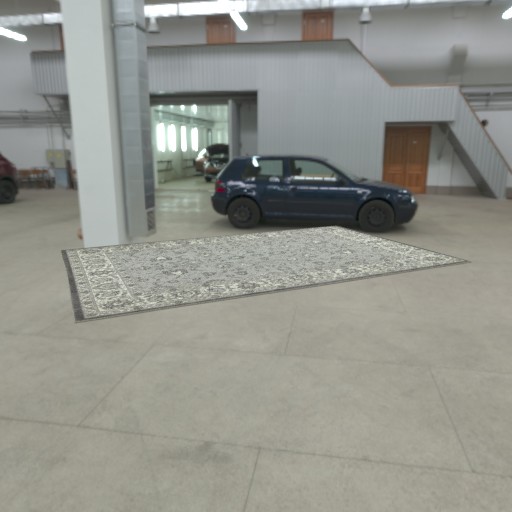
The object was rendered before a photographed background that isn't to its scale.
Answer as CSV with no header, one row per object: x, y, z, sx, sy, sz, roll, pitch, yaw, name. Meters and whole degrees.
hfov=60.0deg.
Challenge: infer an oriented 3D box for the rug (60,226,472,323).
0.000,0.000,3.070,2.438,0.011,1.524,-6,15,-25,rug
